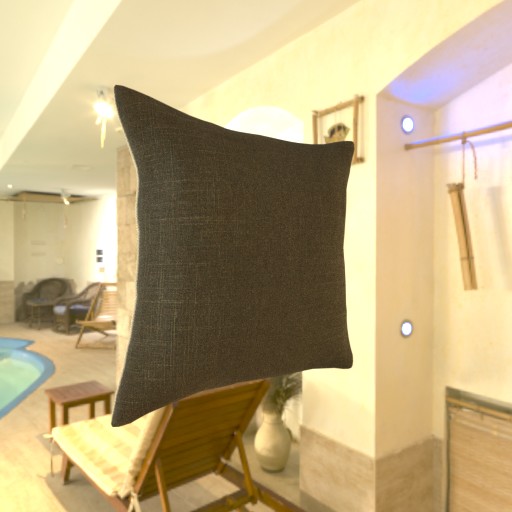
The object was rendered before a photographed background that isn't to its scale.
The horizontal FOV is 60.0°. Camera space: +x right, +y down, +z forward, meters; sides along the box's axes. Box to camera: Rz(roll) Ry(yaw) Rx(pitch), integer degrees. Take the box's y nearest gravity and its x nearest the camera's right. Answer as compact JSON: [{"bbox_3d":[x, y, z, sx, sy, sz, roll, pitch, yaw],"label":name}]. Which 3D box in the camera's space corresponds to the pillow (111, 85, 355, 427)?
[{"bbox_3d":[0.000,0.000,0.712,0.468,0.444,0.138,0,1,-37],"label":"pillow"}]
